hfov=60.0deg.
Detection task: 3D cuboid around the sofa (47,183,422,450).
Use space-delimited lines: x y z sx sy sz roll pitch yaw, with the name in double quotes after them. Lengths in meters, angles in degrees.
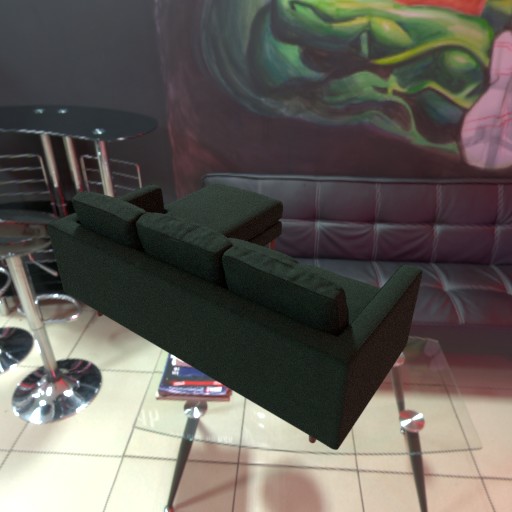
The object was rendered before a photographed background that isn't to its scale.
0.000 0.000 2.838 2.030 0.899 1.580 20 36 31 "sofa"
